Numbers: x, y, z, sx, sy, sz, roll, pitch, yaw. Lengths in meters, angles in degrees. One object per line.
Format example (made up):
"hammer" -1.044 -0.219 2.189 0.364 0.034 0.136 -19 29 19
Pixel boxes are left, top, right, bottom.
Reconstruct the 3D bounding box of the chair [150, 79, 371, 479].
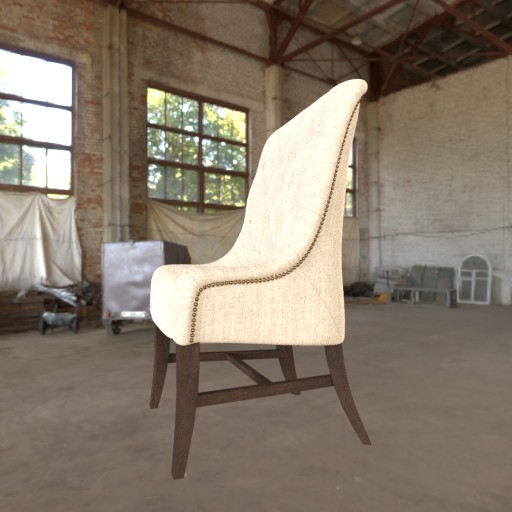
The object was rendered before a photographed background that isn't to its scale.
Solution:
"chair" 0.000 0.000 1.449 0.629 1.091 0.634 0 -1 -19
